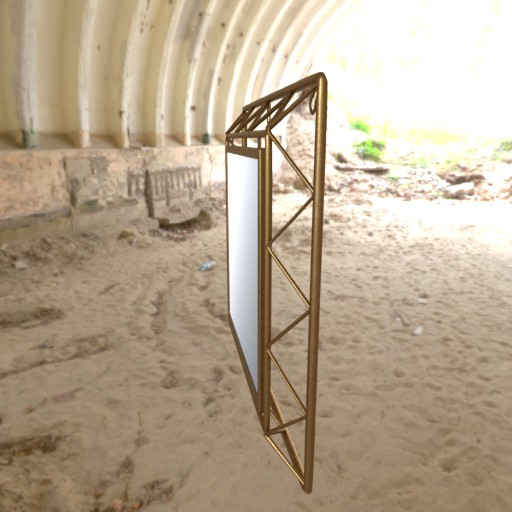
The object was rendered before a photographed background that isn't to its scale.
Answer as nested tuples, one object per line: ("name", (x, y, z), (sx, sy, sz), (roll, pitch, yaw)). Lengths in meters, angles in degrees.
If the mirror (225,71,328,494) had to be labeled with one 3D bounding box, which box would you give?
("mirror", (0.000, 0.000, 0.601), (0.046, 0.414, 0.416), (-3, 15, -10))
